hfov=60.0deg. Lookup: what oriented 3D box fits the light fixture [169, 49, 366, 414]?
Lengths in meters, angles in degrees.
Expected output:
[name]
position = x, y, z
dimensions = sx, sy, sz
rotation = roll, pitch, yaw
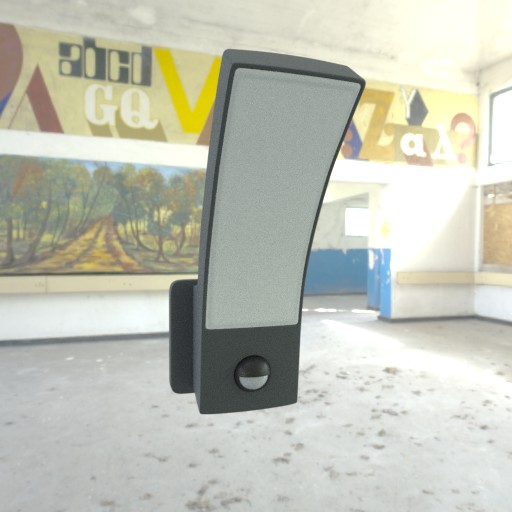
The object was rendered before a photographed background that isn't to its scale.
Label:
[light fixture]
position = 0.000, 0.000, 0.330
dimensions = 0.108, 0.243, 0.174
rotation = 0, 1, -18
